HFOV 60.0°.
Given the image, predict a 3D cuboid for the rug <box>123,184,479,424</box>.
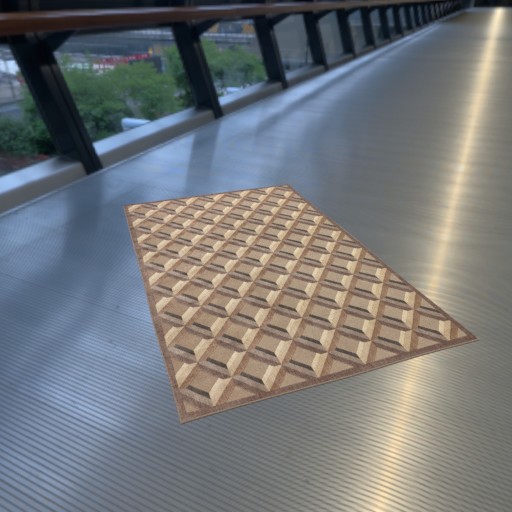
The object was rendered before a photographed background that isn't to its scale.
[{"bbox_3d":[0.000,0.000,2.087,1.066,0.011,1.677,-10,31,-17],"label":"rug"}]
